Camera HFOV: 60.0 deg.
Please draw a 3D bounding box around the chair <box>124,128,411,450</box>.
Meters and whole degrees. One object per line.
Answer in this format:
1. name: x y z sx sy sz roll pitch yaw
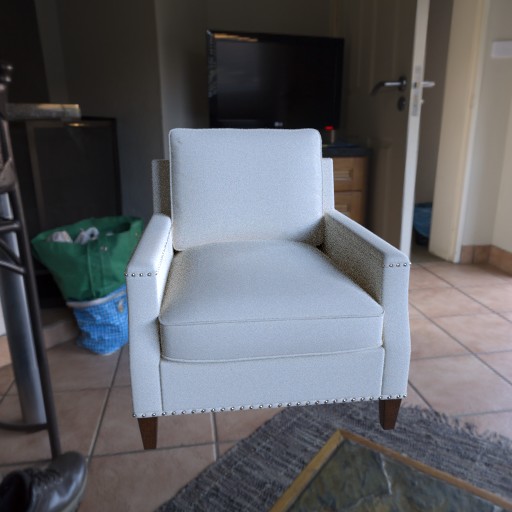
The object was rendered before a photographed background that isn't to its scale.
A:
1. chair: 0.000 0.000 1.705 0.853 0.943 1.014 -2 16 -7
